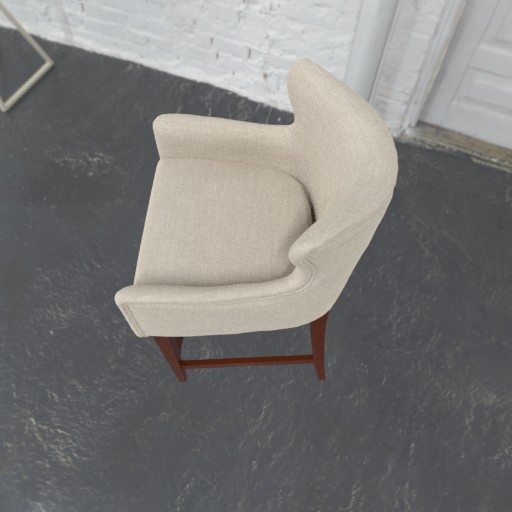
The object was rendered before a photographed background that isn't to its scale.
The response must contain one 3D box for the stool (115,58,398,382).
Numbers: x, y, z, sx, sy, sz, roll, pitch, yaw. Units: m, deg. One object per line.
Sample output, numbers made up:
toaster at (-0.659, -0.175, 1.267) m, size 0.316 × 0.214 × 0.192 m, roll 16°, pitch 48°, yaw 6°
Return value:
stool at (0.000, 0.000, 1.386) m, size 0.637 × 0.987 × 0.615 m, roll 1°, pitch 58°, yaw 1°
